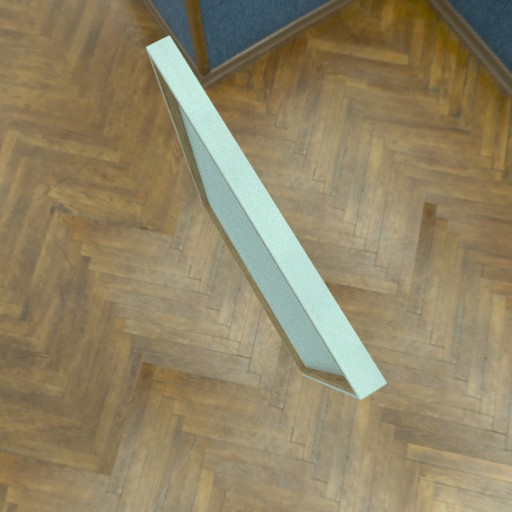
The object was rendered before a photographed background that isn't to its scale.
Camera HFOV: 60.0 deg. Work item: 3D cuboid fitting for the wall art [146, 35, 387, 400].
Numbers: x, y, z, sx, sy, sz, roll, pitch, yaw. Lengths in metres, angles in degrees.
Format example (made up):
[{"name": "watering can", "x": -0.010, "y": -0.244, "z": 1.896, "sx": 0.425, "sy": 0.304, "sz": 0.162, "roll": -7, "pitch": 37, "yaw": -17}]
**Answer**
[{"name": "wall art", "x": 0.000, "y": 0.000, "z": 0.825, "sx": 0.037, "sy": 0.606, "sz": 0.508, "roll": -30, "pitch": 79, "yaw": -6}]
